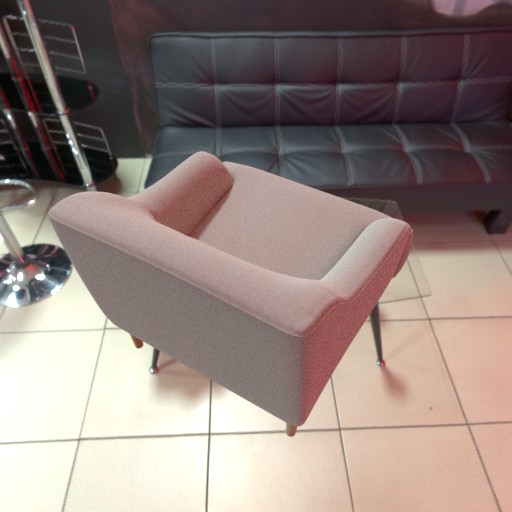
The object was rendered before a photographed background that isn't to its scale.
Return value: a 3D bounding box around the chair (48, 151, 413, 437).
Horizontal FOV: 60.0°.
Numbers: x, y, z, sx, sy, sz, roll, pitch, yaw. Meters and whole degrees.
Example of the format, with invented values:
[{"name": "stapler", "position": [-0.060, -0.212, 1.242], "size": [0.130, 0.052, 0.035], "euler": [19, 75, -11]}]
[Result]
[{"name": "chair", "position": [0.000, 0.000, 1.630], "size": [0.946, 0.818, 0.951], "euler": [23, 51, 21]}]
